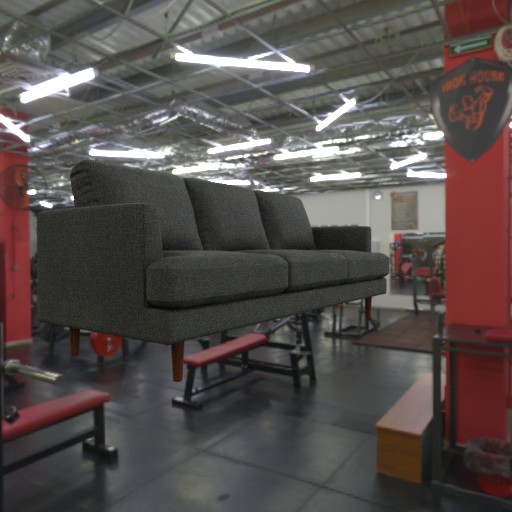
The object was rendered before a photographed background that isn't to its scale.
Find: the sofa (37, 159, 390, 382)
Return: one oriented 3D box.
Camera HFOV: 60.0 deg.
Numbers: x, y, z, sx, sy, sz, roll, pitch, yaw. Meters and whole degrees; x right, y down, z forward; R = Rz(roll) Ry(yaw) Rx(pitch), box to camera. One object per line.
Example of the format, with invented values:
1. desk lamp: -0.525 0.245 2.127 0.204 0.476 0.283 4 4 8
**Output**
1. sofa: 0.000 0.000 2.677 0.903 0.930 2.246 1 1 36
